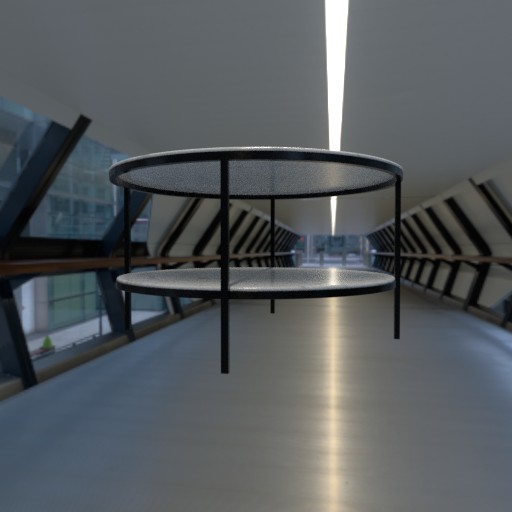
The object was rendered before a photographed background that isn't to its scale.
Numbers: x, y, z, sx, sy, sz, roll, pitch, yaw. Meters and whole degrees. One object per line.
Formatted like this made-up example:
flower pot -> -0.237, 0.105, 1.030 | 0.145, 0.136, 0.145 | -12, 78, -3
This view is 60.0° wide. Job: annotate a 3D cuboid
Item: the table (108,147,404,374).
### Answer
table -> 0.000, 0.000, 1.272 | 0.800, 0.450, 0.800 | 0, 2, 0
